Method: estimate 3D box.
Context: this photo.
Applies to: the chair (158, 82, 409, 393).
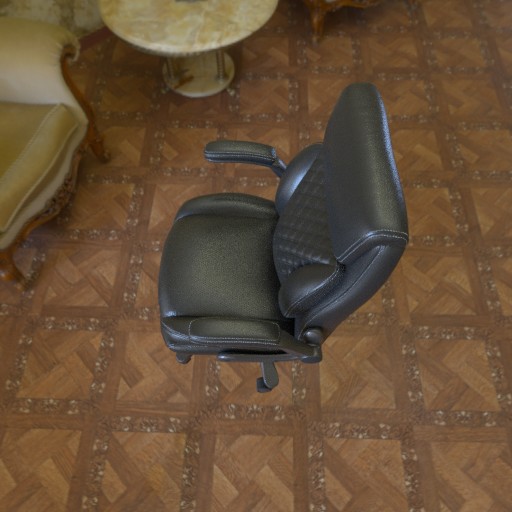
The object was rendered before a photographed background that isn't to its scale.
[{"bbox_3d":[0.000,0.000,1.585,0.724,1.110,0.782,0,59,0],"label":"chair"}]
